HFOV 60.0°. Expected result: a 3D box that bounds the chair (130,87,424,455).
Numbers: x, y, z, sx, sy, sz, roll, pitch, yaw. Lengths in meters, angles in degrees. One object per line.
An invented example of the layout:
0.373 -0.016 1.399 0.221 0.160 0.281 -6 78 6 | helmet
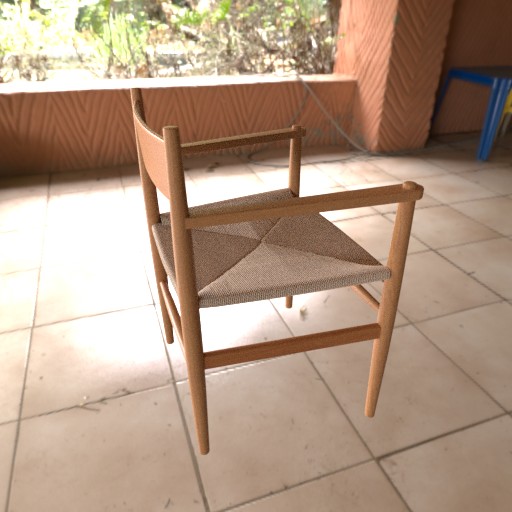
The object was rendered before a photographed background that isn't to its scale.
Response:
0.000 0.000 1.111 0.495 0.762 0.556 -10 31 -18 | chair
